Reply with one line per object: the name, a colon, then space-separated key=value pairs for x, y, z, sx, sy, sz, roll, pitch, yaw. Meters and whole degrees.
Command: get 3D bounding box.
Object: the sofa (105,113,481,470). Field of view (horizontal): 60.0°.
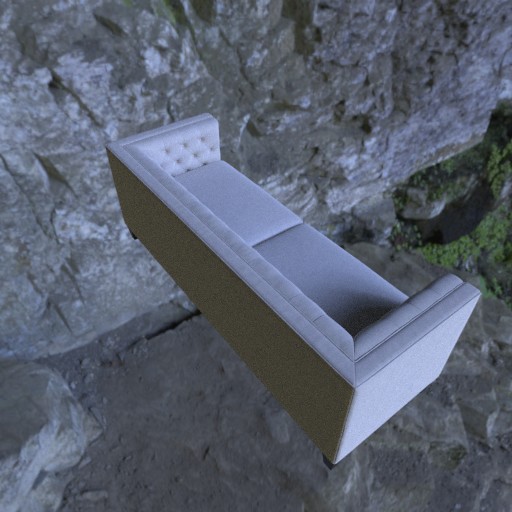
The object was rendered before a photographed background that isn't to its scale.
sofa: x=0.000 y=0.000 z=2.579 sx=0.775 sy=0.762 sz=2.159 roll=-27 pitch=49 yaw=-26
